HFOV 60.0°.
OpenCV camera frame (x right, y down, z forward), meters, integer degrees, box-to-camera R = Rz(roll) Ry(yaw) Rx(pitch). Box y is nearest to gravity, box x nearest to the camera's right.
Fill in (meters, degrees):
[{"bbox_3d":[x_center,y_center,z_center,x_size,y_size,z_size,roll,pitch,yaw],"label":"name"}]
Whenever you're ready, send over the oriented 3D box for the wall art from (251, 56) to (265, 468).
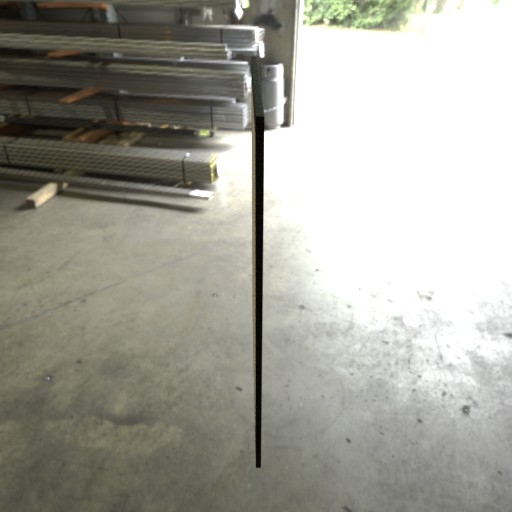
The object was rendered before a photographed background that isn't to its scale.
[{"bbox_3d":[0.000,0.000,0.701,0.008,0.530,0.379,-1,32,-1],"label":"wall art"}]
